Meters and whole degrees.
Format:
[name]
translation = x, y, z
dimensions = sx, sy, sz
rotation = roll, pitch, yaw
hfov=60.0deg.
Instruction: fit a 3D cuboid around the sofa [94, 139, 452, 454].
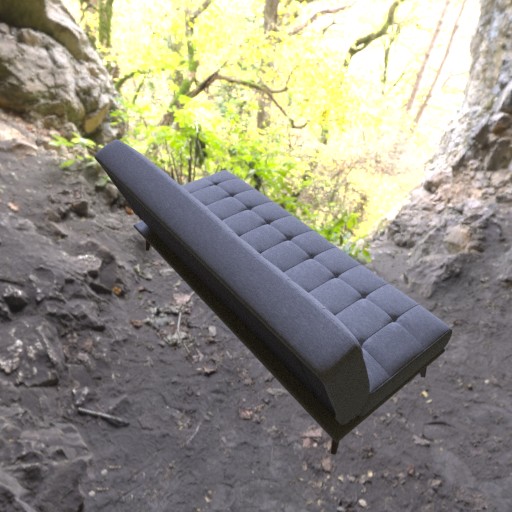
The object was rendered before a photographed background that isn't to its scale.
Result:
[sofa]
translation = 0.000, 0.000, 2.285
dimensions = 0.860, 0.810, 1.800
rotation = -27, 48, -28
